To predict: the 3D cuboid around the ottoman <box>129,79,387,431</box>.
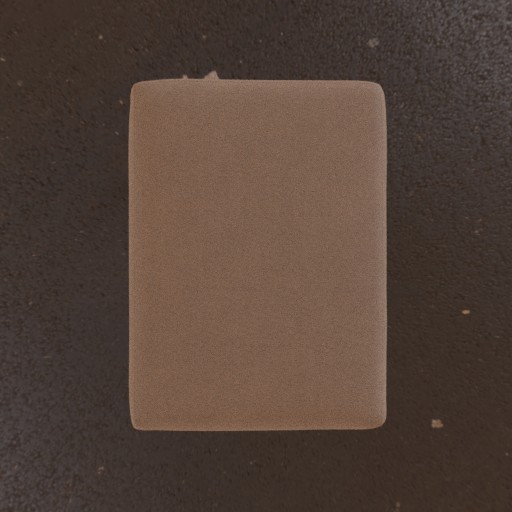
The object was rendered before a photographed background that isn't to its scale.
[{"bbox_3d":[0.000,0.000,1.151,0.569,0.504,0.773,0,90,-1],"label":"ottoman"}]
